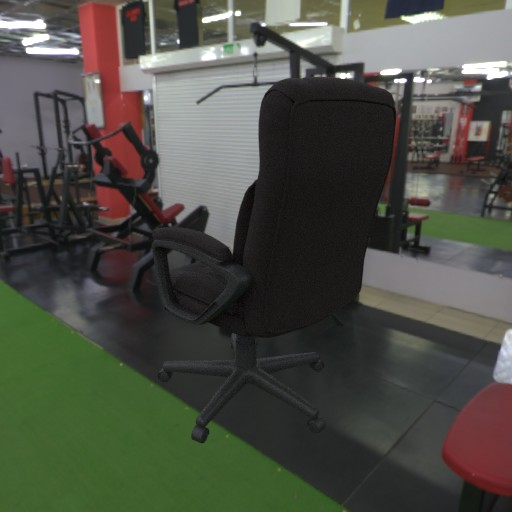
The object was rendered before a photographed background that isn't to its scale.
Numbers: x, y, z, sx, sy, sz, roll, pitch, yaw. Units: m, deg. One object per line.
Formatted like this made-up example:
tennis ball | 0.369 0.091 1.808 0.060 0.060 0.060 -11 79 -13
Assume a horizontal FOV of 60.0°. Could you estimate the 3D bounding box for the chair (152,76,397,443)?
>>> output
chair | 0.000 0.000 1.528 0.667 1.105 0.724 -16 23 -42
